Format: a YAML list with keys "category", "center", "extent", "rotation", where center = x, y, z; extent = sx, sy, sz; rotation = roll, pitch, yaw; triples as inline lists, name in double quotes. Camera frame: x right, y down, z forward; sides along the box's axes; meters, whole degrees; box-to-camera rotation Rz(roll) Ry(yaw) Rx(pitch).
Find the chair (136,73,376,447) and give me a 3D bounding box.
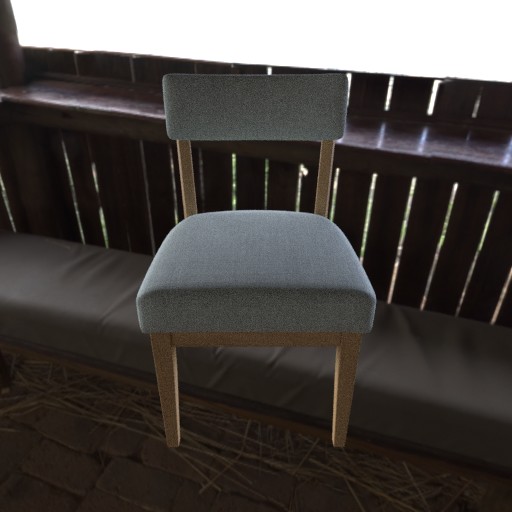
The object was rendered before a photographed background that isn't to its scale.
- category: "chair"
  center: [0.000, 0.000, 1.169]
  extent: [0.508, 0.832, 0.572]
  rotation: [0, 31, 0]
